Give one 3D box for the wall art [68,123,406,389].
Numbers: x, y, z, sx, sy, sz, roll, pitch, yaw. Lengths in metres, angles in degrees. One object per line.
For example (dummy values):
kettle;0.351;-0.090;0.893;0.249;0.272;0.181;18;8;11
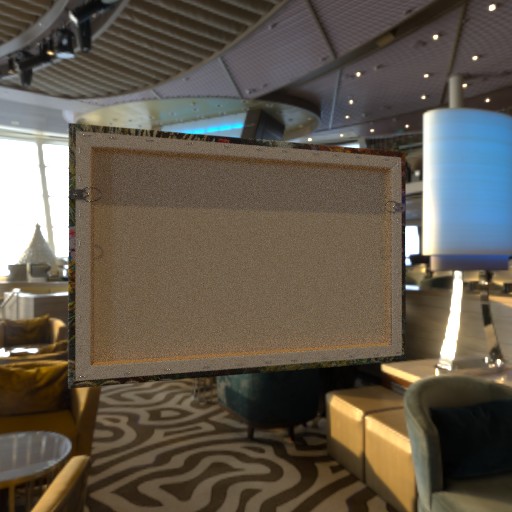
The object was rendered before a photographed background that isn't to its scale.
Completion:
wall art;0.000;0.000;1.454;1.136;0.760;0.042;0;0;-18
